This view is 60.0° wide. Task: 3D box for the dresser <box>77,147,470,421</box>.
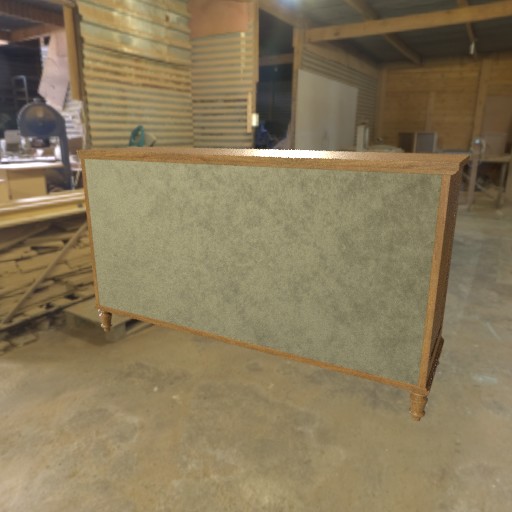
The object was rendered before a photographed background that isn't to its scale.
[{"bbox_3d":[0.000,0.000,1.954,1.583,0.892,0.468,9,18,27],"label":"dresser"}]
